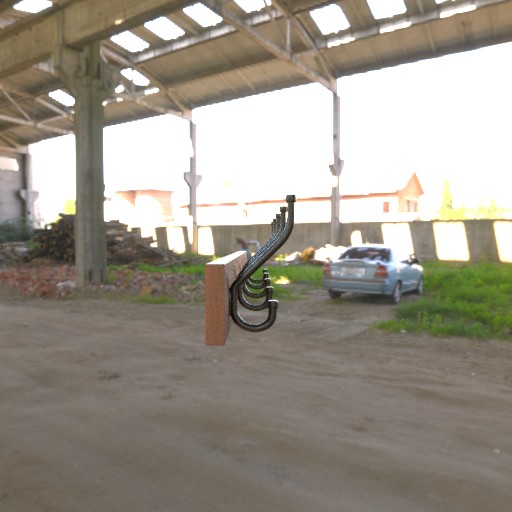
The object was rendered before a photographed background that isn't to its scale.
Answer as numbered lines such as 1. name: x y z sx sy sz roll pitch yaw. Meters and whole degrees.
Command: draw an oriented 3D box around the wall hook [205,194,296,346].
1. wall hook: 0.000 0.000 0.607 0.071 0.117 0.571 0 2 0
